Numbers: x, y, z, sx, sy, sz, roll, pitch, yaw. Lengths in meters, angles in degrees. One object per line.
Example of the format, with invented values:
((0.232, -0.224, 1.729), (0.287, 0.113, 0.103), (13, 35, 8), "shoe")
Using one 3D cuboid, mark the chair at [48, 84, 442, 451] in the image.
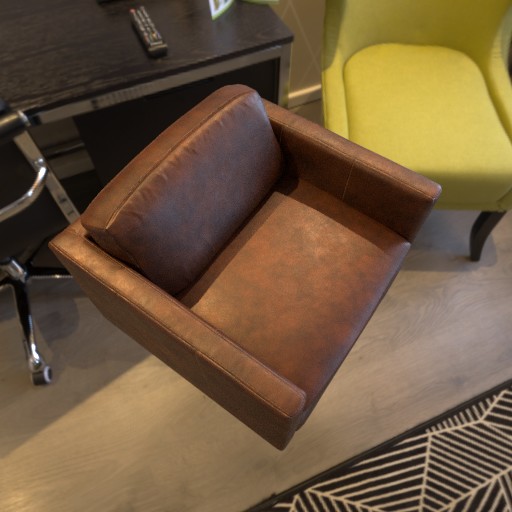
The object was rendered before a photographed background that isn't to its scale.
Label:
((0.000, 0.000, 1.726), (0.975, 0.864, 0.990), (32, 64, 18), "chair")
